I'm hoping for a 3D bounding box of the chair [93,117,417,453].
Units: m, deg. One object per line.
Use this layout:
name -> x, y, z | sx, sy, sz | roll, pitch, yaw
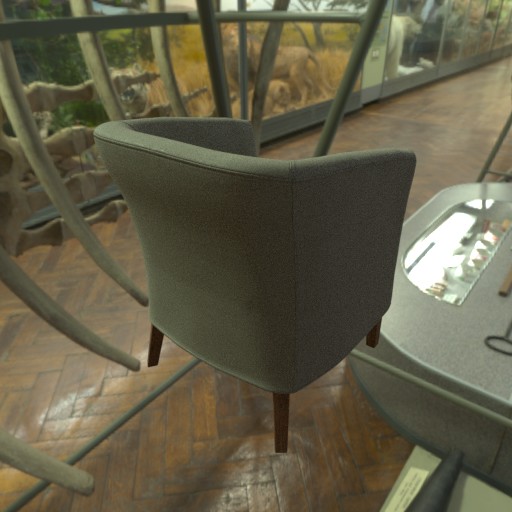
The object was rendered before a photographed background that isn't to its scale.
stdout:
chair -> 0.000, 0.000, 1.232 | 0.600, 0.771, 0.668 | 21, 36, 32
